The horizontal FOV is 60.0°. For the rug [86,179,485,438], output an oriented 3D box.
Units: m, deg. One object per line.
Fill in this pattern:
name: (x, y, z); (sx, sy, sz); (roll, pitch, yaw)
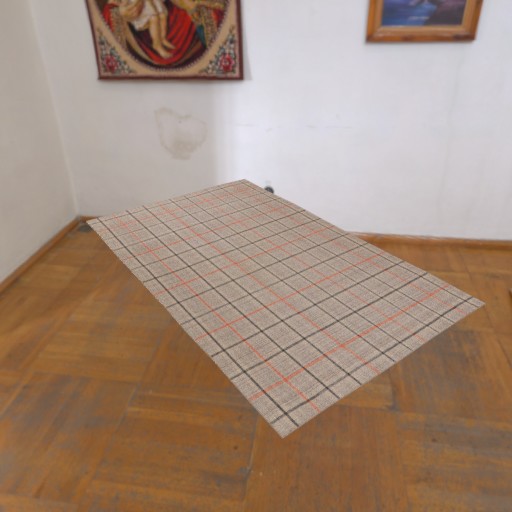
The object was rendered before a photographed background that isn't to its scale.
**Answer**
rug: (0.000, 0.000, 3.032); (1.524, 0.015, 2.439); (-21, 37, -30)
